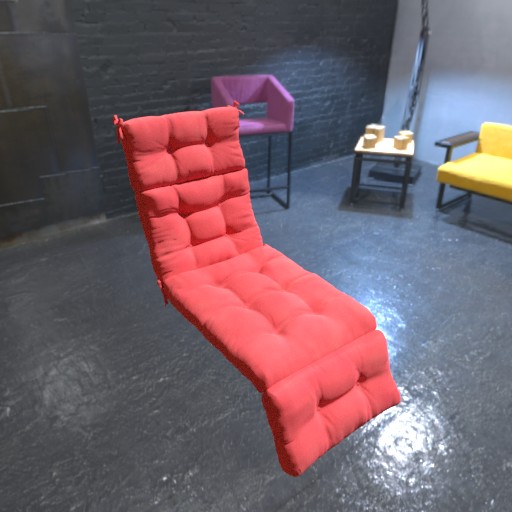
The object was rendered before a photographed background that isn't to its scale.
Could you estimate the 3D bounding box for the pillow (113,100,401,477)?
[{"bbox_3d":[0.000,0.000,1.512,0.526,0.863,1.016,-20,34,-32],"label":"pillow"}]
